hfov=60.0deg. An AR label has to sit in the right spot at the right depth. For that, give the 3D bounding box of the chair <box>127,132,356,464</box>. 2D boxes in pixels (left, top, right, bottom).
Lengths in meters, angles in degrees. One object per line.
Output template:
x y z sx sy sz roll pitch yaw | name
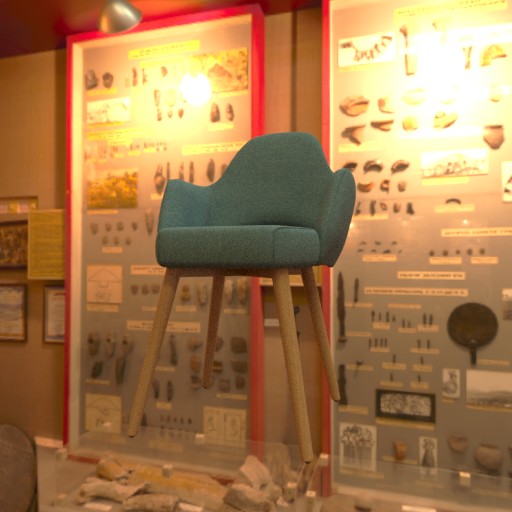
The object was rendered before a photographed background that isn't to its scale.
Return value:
0.000 0.000 1.359 0.589 0.920 0.666 0 0 18 | chair
